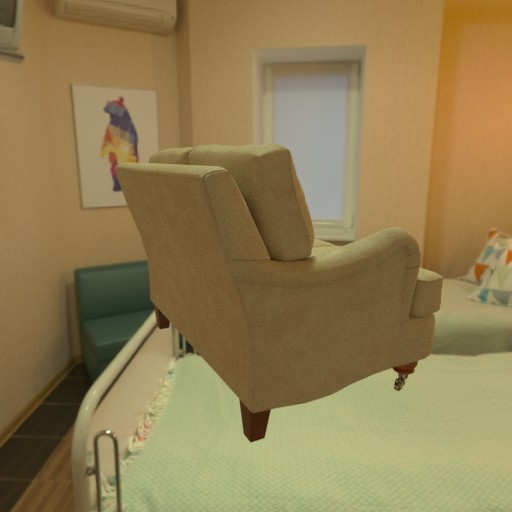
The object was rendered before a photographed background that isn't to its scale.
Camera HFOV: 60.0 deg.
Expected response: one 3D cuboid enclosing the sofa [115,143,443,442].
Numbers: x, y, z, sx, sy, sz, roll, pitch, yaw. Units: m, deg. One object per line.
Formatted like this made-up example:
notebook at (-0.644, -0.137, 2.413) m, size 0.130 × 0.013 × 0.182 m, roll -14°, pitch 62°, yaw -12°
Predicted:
sofa at (0.000, 0.000, 2.246) m, size 1.086 × 1.087 × 1.498 m, roll -6°, pitch 14°, yaw -27°
